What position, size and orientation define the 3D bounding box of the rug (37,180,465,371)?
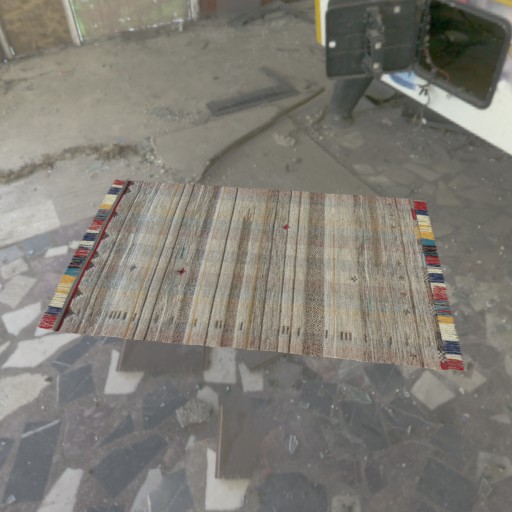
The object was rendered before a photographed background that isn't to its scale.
[{"bbox_3d":[0.000,0.000,2.985,2.465,0.012,1.465,5,47,4],"label":"rug"}]
